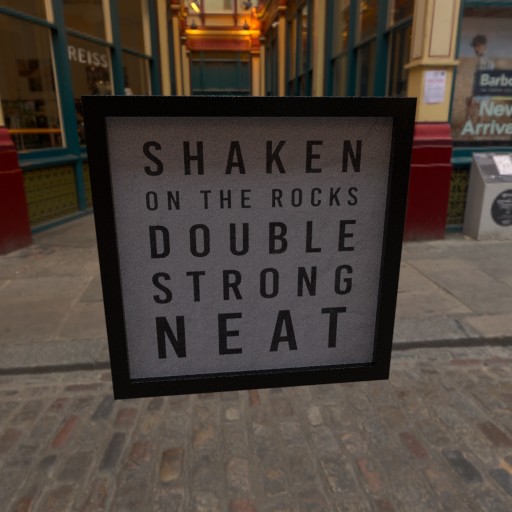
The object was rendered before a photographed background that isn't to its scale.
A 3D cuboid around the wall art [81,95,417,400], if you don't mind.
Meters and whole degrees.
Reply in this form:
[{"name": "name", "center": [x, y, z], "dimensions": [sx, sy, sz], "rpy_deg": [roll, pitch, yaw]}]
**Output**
[{"name": "wall art", "center": [0.000, 0.000, 0.515], "dimensions": [0.349, 0.349, 0.014], "rpy_deg": [-2, 17, -7]}]
